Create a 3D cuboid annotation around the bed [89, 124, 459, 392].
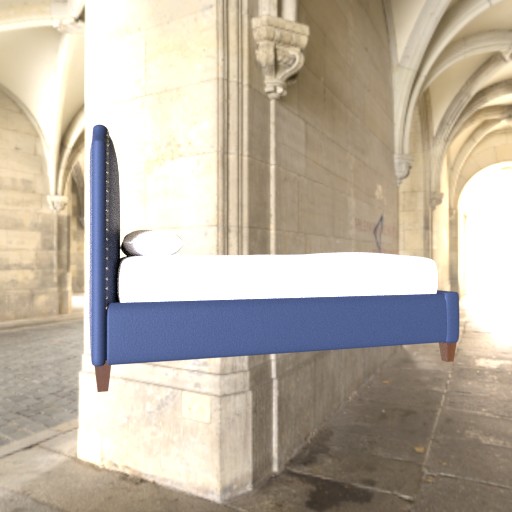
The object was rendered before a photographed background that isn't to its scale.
[{"bbox_3d":[0.000,0.000,3.442,2.372,1.443,1.712,0,0,-18],"label":"bed"}]
